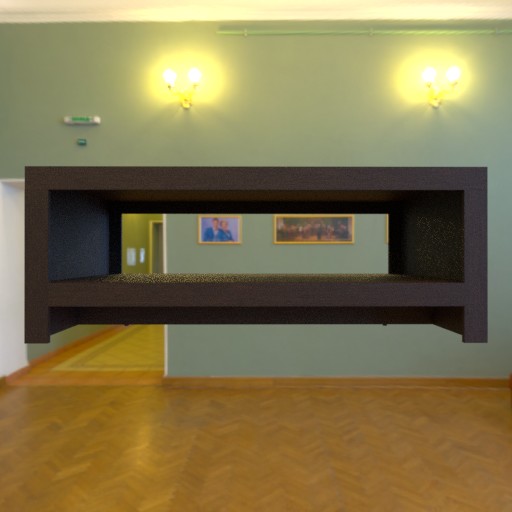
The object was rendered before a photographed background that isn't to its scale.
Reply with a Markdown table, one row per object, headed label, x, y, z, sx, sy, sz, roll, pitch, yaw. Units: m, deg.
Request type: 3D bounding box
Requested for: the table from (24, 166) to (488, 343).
| label | x | y | z | sx | sy | sz | roll | pitch | yaw |
| --- | --- | --- | --- | --- | --- | --- | --- | --- | --- |
| table | 0.000 | 0.000 | 1.350 | 1.099 | 0.424 | 0.597 | 0 | 0 | 0 |
